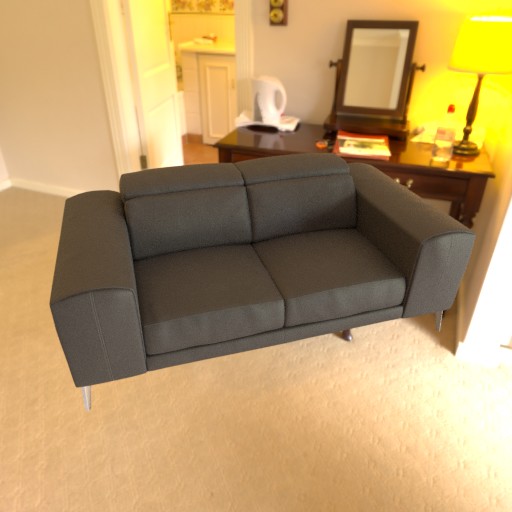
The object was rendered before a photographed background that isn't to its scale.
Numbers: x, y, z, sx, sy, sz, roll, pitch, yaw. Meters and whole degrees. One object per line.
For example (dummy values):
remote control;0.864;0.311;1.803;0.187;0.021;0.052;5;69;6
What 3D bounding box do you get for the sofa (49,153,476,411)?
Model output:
sofa;0.000;0.000;2.354;1.895;0.779;1.003;-9;32;-14
